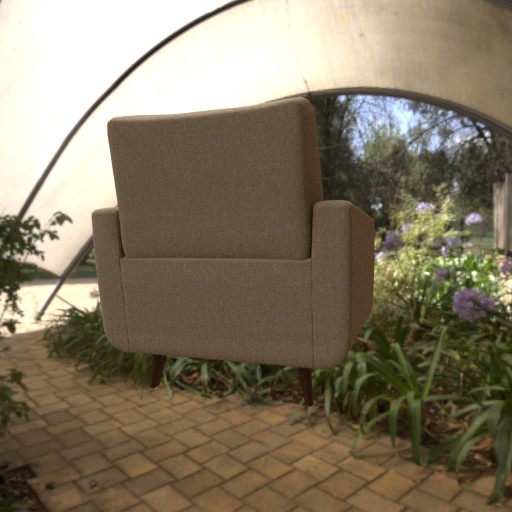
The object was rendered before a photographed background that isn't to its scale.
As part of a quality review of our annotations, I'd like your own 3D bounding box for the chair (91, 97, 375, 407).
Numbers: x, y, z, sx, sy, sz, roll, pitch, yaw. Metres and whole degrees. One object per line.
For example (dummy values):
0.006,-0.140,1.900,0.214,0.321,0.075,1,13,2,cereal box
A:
0.000,0.000,1.843,0.897,0.965,1.128,0,1,18,chair
